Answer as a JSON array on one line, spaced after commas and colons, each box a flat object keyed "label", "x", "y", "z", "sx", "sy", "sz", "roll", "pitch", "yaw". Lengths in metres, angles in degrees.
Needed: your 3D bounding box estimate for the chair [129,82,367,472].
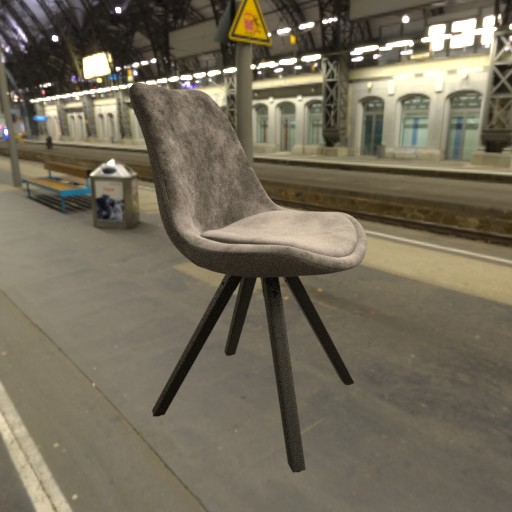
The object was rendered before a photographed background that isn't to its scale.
[{"label": "chair", "x": 0.000, "y": 0.000, "z": 1.158, "sx": 0.550, "sy": 0.850, "sz": 0.485, "roll": 8, "pitch": 18, "yaw": 27}]
